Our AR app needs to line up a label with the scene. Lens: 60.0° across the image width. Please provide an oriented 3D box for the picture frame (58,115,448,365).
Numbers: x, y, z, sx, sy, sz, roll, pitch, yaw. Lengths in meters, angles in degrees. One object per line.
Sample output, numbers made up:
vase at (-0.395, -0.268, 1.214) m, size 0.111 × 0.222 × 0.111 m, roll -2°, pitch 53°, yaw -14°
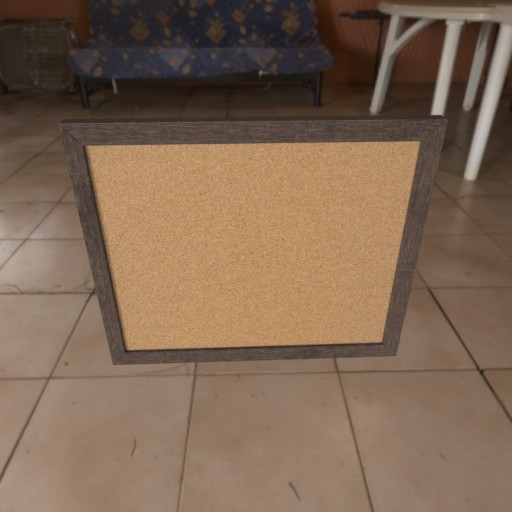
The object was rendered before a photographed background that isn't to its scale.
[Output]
picture frame at (0.000, 0.000, 0.748) m, size 0.546 × 0.455 × 0.026 m, roll -1°, pitch 31°, yaw -2°
